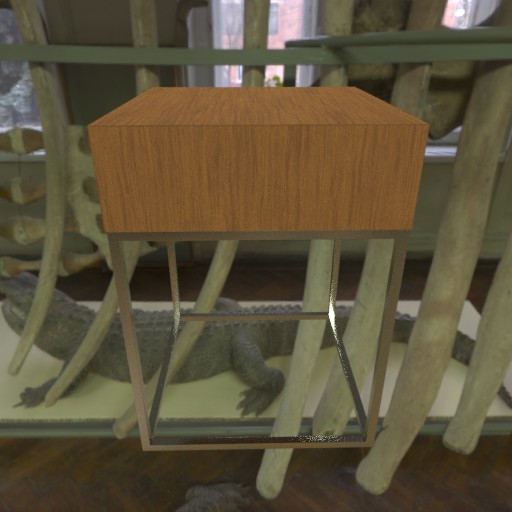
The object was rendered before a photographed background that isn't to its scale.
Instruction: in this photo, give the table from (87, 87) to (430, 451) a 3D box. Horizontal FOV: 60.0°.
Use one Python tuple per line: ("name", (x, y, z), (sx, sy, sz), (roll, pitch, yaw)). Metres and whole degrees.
("table", (0.000, 0.000, 0.812), (0.398, 0.540, 0.397), (-1, 27, -1))
